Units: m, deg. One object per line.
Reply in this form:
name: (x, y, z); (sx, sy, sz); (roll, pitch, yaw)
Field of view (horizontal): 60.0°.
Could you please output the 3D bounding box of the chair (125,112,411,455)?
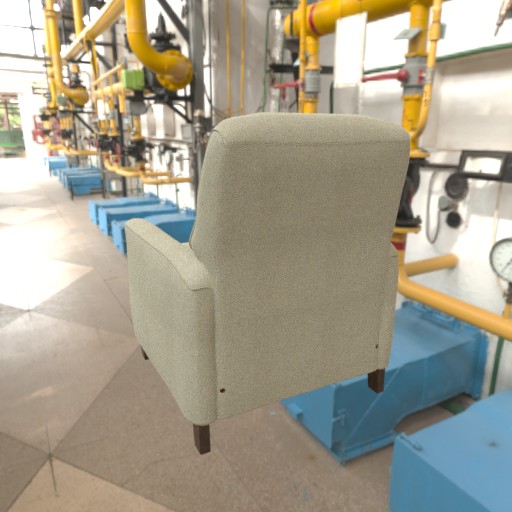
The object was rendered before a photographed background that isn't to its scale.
chair: (0.000, 0.000, 1.681); (0.850, 1.006, 0.853); (-8, 17, -27)
